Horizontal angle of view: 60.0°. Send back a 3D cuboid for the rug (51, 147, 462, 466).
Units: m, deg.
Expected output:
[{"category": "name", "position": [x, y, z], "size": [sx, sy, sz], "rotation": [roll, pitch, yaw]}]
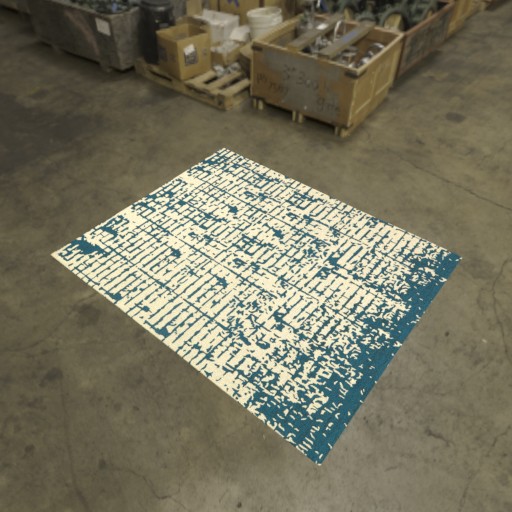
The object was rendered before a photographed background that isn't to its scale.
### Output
[{"category": "rug", "position": [0.000, 0.000, 4.157], "size": [3.017, 0.014, 2.416], "rotation": [30, 52, 26]}]
